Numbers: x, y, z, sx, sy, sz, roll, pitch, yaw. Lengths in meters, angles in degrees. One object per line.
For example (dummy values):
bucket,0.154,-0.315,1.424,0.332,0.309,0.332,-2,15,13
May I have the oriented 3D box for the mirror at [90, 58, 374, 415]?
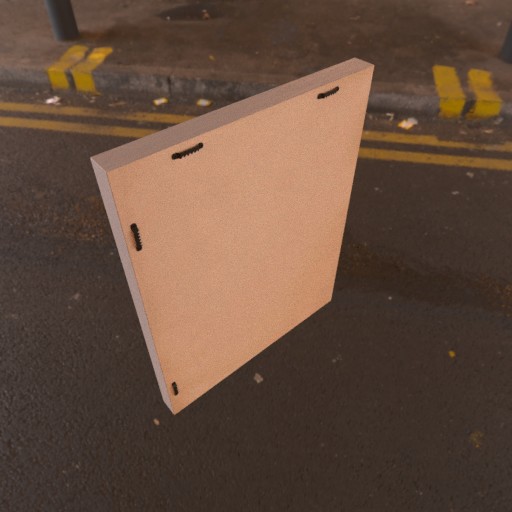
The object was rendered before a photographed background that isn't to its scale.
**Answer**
mirror,0.000,0.000,0.707,0.405,0.508,0.041,-31,52,-28
